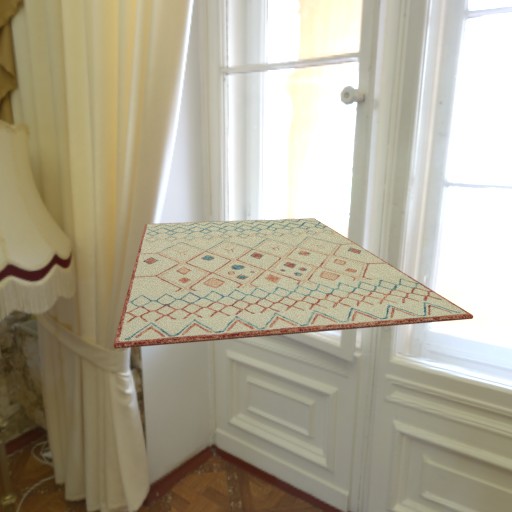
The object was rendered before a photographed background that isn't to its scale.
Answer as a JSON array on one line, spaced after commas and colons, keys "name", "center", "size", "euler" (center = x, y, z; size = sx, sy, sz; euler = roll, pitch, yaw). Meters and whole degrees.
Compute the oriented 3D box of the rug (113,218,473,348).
[{"name": "rug", "center": [0.000, 0.000, 2.313], "size": [1.219, 0.016, 1.829], "euler": [-3, 16, -10]}]
